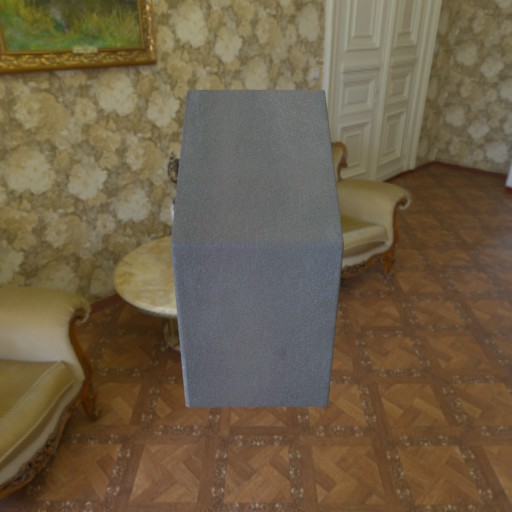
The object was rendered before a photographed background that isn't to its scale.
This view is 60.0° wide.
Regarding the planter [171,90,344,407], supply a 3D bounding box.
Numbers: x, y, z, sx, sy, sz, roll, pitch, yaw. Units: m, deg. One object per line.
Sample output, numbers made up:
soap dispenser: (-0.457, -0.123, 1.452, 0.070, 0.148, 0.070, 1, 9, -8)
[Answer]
planter: (0.000, 0.000, 0.292, 0.077, 0.206, 0.169, 0, 27, 0)
